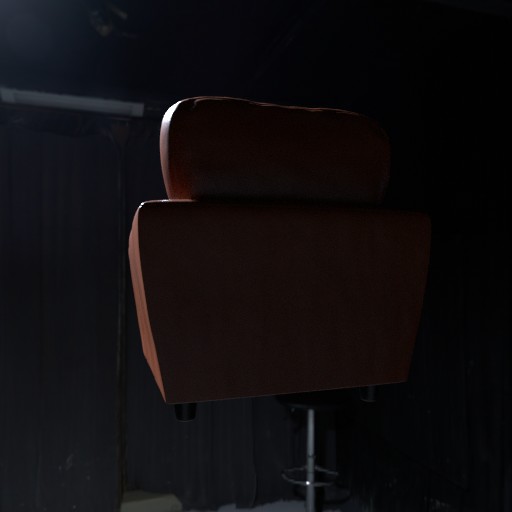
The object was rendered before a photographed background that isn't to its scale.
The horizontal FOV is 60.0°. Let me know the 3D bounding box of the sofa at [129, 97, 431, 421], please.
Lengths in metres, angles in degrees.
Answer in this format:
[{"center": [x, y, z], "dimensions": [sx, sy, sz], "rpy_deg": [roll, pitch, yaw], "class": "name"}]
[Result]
[{"center": [0.000, 0.000, 1.521], "dimensions": [0.836, 0.876, 0.789], "rpy_deg": [0, 0, -17], "class": "sofa"}]
